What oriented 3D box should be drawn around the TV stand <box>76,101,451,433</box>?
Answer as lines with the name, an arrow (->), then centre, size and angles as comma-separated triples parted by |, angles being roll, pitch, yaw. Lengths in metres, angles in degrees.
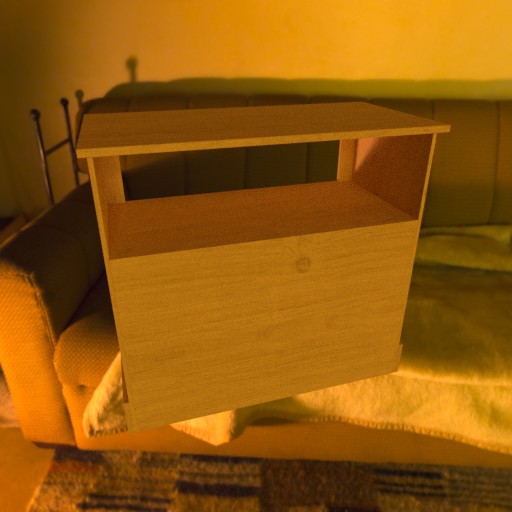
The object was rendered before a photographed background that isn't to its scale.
TV stand -> 0.000, 0.000, 1.317 | 0.851, 0.787, 0.430 | -8, 28, -15
